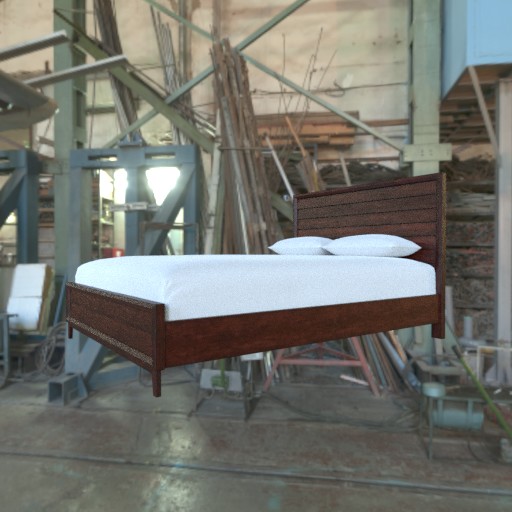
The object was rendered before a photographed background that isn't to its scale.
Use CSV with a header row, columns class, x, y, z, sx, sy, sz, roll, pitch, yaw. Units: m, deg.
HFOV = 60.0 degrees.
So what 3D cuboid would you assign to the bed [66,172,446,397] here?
class,x,y,z,sx,sy,sz,roll,pitch,yaw
bed,0.000,0.000,4.008,2.803,1.492,2.040,-1,1,-36
